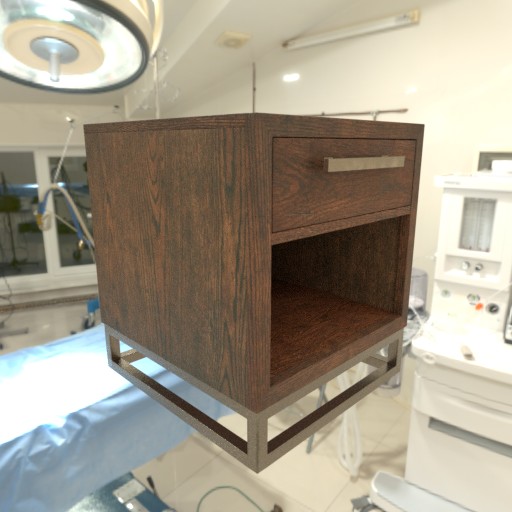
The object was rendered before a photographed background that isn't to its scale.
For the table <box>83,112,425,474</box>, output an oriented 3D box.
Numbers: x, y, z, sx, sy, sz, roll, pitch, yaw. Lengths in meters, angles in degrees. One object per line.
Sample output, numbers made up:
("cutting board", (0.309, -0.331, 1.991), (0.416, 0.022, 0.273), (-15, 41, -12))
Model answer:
("table", (0.000, 0.000, 1.019), (0.506, 0.582, 0.566), (-14, 20, -43))
